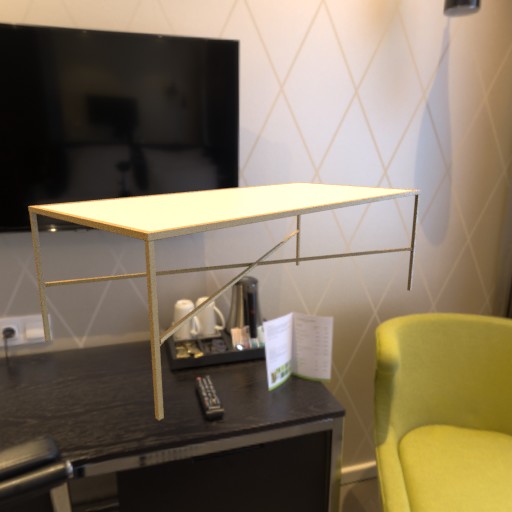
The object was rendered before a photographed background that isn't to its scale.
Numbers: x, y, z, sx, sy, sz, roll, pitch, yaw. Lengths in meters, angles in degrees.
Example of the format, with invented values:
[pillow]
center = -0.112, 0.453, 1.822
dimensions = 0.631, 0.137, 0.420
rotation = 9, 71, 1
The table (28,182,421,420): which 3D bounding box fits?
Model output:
[table]
center = 0.000, 0.000, 1.496
dimensions = 0.580, 0.398, 1.206
rotation = 13, 19, 42
